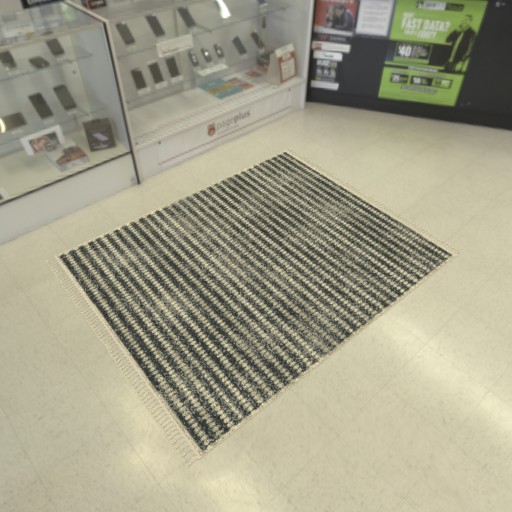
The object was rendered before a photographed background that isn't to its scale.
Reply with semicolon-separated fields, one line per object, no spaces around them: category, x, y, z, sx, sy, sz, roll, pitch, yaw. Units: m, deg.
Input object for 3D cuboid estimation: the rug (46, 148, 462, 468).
rug;0.000;0.000;3.903;2.910;0.013;2.256;-30;52;-27
